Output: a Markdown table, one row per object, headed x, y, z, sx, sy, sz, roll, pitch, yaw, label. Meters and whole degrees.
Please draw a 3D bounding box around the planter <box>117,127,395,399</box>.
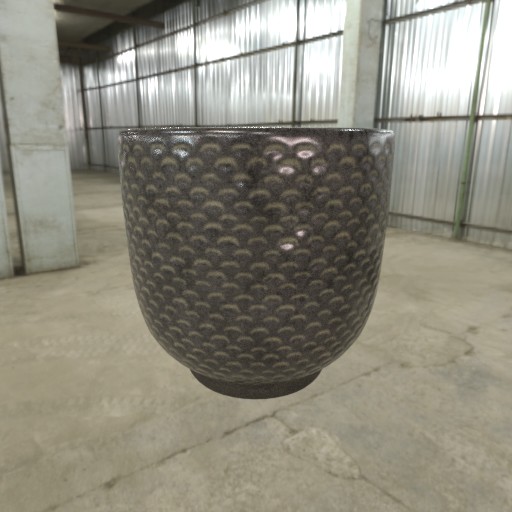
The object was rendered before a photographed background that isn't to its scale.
| x | y | z | sx | sy | sz | roll | pitch | yaw | label |
| --- | --- | --- | --- | --- | --- | --- | --- | --- | --- |
| 0.000 | 0.000 | 0.350 | 0.197 | 0.191 | 0.197 | 0 | 15 | 0 | planter |
